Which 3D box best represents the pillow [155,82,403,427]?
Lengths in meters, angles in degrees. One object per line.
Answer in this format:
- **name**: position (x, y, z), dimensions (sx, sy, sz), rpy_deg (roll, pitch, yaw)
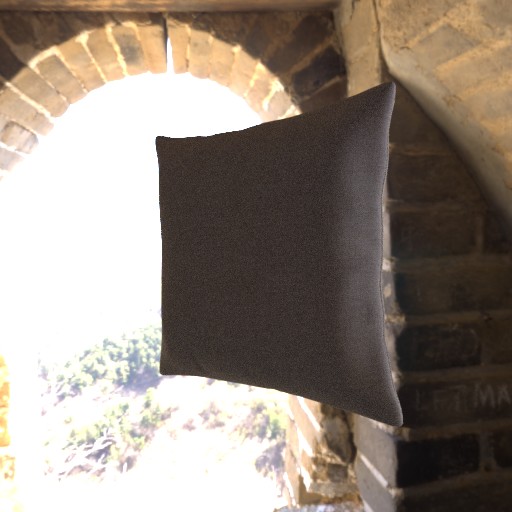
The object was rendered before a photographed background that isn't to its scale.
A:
- **pillow**: position (0.000, 0.000, 0.797), dimensions (0.523, 0.510, 0.166), rpy_deg (0, 0, 36)
